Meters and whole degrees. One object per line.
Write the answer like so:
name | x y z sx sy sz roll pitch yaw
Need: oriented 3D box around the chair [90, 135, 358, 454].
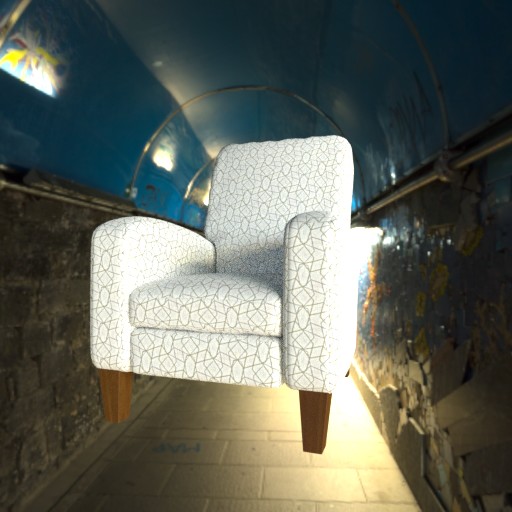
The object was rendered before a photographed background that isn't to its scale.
chair | 0.000 0.000 1.742 0.796 1.064 0.995 0 1 20
